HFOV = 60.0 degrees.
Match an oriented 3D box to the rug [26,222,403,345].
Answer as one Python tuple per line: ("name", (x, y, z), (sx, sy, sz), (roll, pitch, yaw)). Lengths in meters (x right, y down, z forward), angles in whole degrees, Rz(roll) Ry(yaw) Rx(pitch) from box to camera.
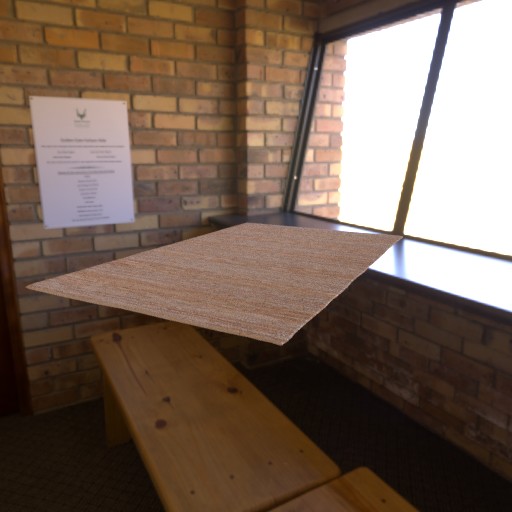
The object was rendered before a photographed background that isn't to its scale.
("rug", (0.000, 0.000, 3.059), (1.529, 0.009, 2.446), (7, 15, 27))
